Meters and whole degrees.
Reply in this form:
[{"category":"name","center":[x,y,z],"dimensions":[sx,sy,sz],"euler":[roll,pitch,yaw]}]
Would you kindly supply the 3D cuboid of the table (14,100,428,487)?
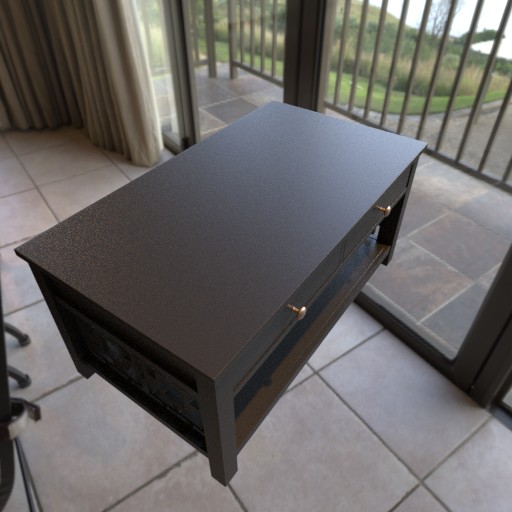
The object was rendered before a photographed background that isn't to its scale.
[{"category":"table","center":[0.000,0.000,1.377],"dimensions":[0.612,0.493,1.068],"euler":[25,47,26]}]
